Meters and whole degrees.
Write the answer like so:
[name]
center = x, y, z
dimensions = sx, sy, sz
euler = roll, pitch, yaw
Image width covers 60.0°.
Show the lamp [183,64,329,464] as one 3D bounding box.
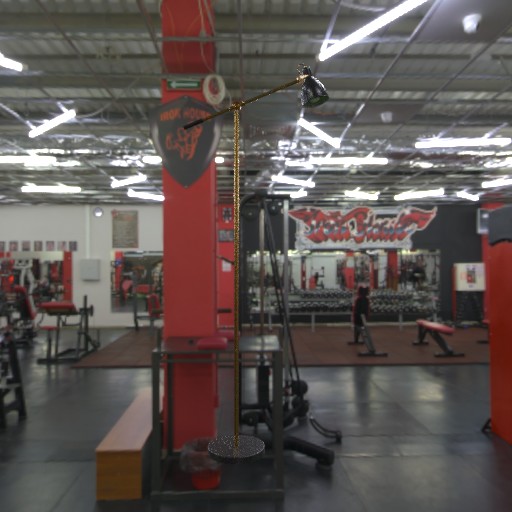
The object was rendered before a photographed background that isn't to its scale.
[lamp]
center = 0.000, 0.000, 1.860
dimensions = 0.618, 1.628, 0.235
euler = 0, -1, 1
